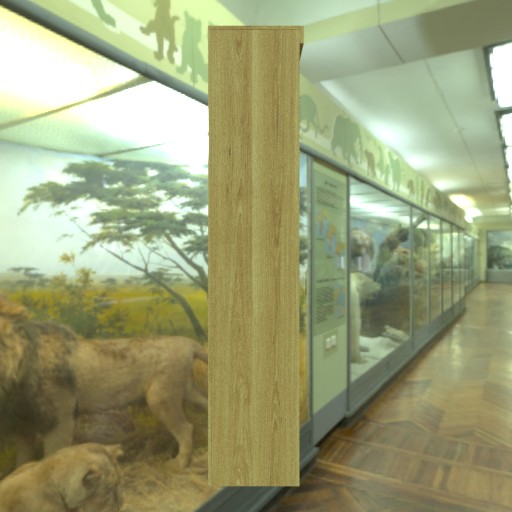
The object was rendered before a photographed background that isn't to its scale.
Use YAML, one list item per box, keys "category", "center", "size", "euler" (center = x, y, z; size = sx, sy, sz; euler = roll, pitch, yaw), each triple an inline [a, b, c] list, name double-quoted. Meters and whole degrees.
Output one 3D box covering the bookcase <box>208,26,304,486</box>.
- category: "bookcase"
  center: [0.000, 0.000, 2.417]
  size: [0.420, 2.020, 0.950]
  euler: [0, 0, 0]
